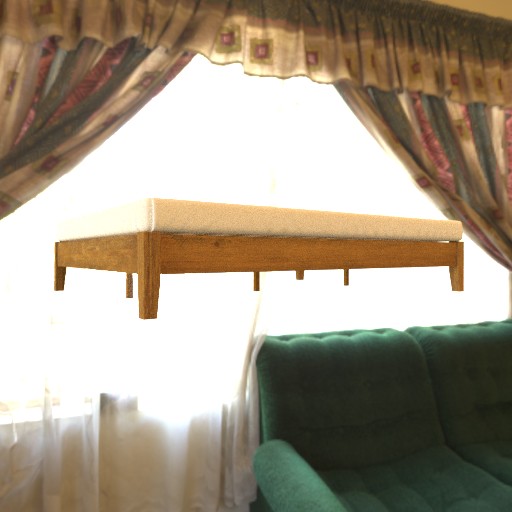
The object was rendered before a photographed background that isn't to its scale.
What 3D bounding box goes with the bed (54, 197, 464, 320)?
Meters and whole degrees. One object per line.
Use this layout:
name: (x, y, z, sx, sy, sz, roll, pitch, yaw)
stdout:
bed: (0.000, 0.000, 2.722, 2.016, 0.431, 1.536, 0, 0, -35)
